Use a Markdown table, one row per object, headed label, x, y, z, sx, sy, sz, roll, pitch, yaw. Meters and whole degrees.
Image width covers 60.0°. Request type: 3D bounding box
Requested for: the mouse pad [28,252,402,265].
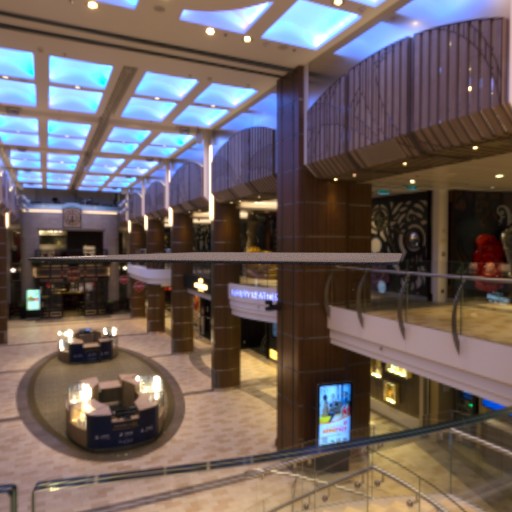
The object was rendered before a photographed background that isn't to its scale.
| label | x | y | z | sx | sy | sz | roll | pitch | yaw |
| --- | --- | --- | --- | --- | --- | --- | --- | --- | --- |
| mouse pad | 0.000 | 0.000 | 0.431 | 0.269 | 0.002 | 0.315 | 0 | 1 | 19 |
